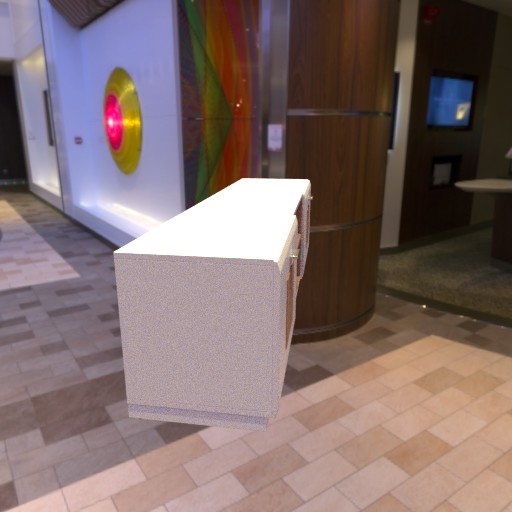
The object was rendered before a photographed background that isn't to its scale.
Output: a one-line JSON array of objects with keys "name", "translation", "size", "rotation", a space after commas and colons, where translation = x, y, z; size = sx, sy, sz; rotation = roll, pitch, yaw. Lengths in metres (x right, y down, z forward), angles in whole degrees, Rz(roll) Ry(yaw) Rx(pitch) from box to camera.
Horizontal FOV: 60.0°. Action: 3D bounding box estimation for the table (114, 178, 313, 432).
[{"name": "table", "translation": [0.000, 0.000, 1.762], "size": [0.400, 0.440, 1.550], "rotation": [3, 16, 9]}]
